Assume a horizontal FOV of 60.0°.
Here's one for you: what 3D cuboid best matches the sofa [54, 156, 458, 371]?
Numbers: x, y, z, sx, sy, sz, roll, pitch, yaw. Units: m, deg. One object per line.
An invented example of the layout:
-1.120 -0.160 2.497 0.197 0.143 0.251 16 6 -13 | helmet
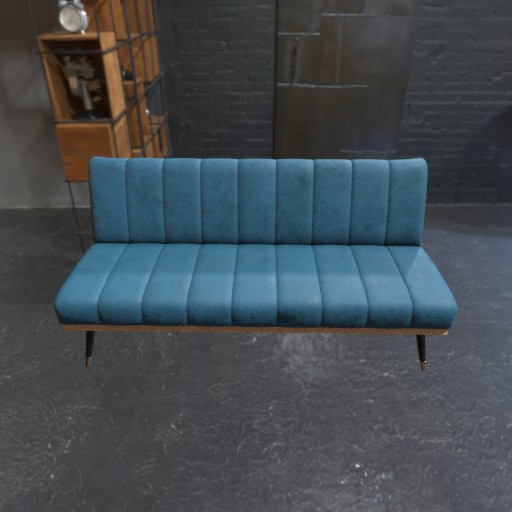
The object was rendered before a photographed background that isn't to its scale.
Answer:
0.000 0.000 2.287 1.810 0.825 0.830 1 30 1 | sofa
